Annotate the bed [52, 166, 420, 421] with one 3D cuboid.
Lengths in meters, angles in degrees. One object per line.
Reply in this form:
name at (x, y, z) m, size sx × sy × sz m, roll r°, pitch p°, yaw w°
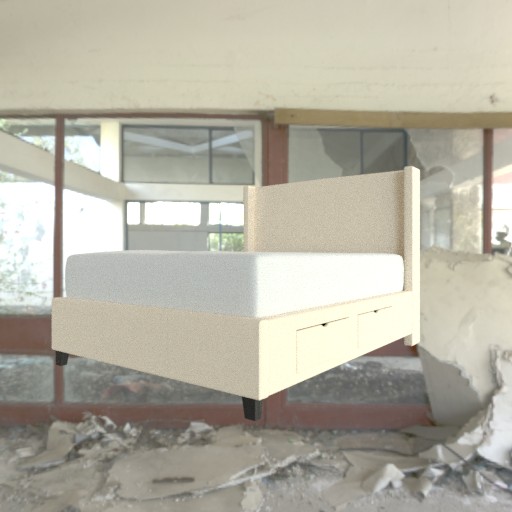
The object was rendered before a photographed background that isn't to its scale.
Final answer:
bed at (0.000, 0.000, 3.376) m, size 1.765 × 1.471 × 2.280 m, roll 0°, pitch 0°, yaw 37°
